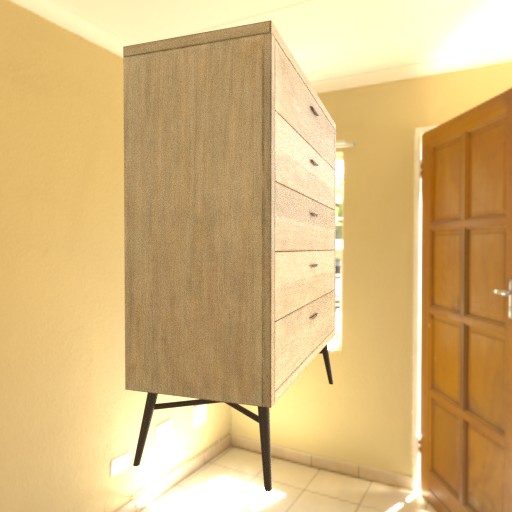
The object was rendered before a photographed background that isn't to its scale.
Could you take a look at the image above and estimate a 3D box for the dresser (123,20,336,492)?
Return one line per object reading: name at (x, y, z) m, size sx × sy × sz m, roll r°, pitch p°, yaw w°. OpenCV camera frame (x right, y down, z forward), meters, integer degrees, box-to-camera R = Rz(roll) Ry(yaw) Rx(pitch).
dresser at (0.000, 0.000, 1.689) m, size 0.457 × 1.219 × 1.016 m, roll 0°, pitch 1°, yaw 19°
